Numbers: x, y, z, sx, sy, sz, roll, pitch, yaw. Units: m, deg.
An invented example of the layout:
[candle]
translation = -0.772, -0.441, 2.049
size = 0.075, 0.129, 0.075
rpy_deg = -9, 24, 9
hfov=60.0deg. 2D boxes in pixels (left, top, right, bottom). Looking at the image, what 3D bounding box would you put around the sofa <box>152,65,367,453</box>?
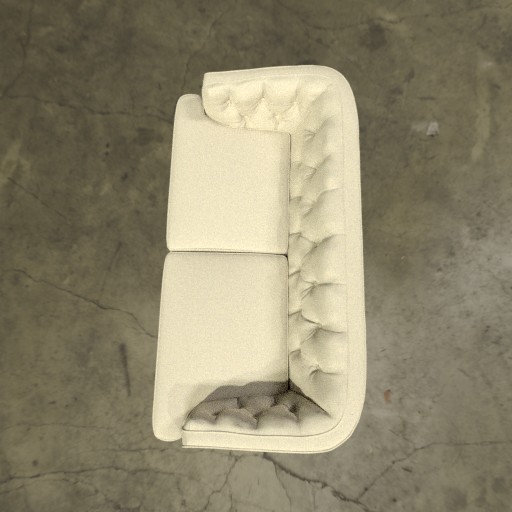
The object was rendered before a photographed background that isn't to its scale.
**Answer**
[sofa]
translation = 0.000, 0.000, 2.233
size = 0.941, 0.855, 1.733
rpy_deg = 1, 76, 0
